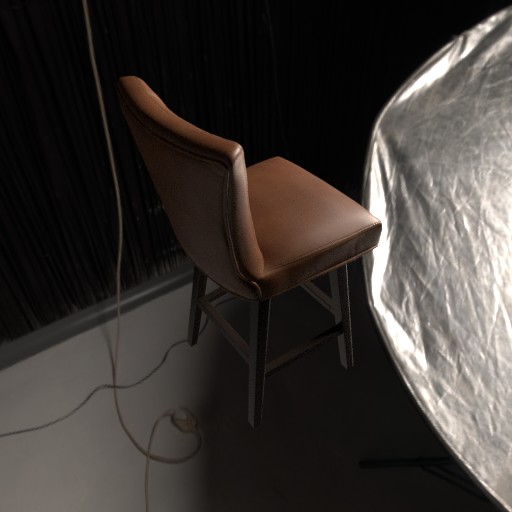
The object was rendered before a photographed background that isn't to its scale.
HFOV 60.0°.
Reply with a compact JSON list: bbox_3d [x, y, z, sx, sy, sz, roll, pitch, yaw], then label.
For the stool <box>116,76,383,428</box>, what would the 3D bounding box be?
[{"bbox_3d":[0.000,0.000,1.421,0.585,1.094,0.522,-26,47,-27],"label":"stool"}]
